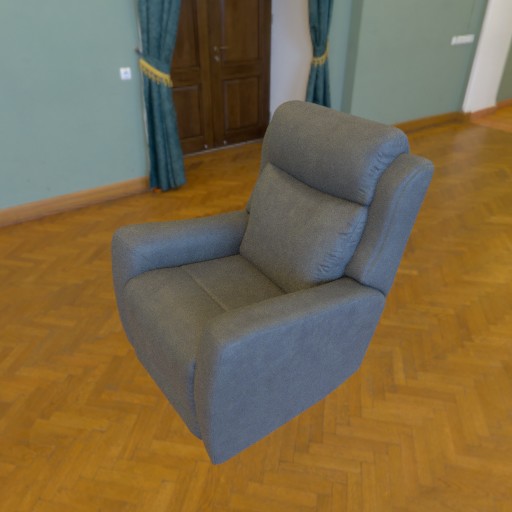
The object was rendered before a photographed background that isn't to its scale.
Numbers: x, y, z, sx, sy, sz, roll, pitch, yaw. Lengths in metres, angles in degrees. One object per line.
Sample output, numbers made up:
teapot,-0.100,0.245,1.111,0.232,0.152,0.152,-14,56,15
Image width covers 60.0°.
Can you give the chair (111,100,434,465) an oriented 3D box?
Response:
chair,0.000,0.000,1.942,1.068,1.116,0.967,-21,38,-29
